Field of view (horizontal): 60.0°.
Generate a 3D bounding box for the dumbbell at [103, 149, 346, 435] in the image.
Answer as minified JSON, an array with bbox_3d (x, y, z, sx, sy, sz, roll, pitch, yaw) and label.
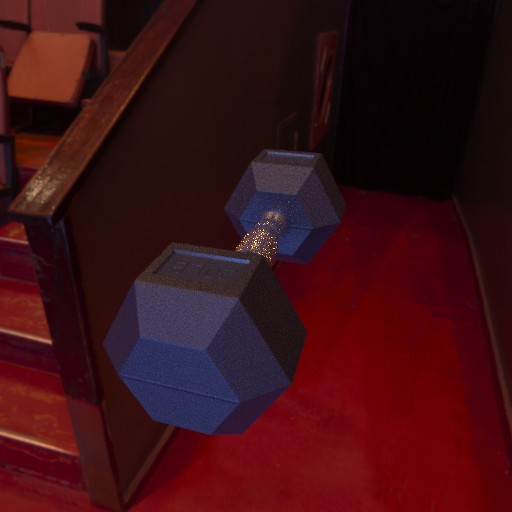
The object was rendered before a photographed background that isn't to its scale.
[{"bbox_3d":[0.000,0.000,0.328,0.106,0.092,0.272,8,31,14],"label":"dumbbell"}]
